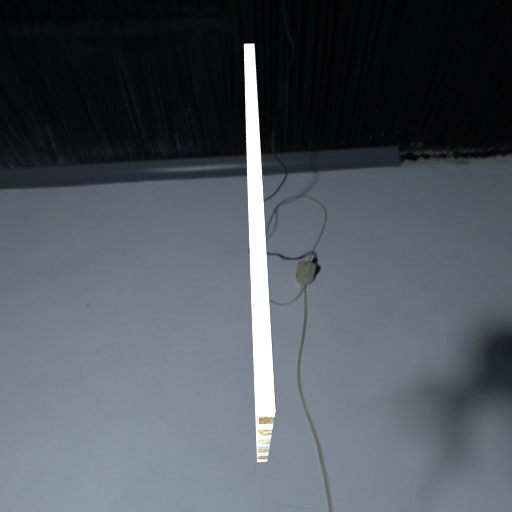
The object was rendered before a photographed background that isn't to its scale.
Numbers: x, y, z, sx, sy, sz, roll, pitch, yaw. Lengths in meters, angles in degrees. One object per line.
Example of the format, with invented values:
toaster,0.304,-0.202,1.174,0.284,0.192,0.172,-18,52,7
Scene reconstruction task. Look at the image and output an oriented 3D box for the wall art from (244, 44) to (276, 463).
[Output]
wall art,0.000,0.000,1.177,0.027,0.610,0.932,-2,58,-1
